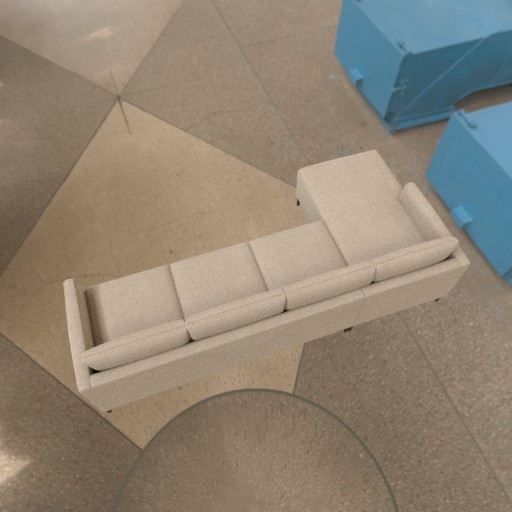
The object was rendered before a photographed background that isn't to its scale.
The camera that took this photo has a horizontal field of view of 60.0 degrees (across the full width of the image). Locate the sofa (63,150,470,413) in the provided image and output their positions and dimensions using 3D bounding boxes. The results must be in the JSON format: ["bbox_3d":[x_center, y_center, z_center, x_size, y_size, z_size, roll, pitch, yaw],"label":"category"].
[{"bbox_3d":[0.000,0.000,3.574,2.923,0.816,1.469,-16,59,-10],"label":"sofa"}]
